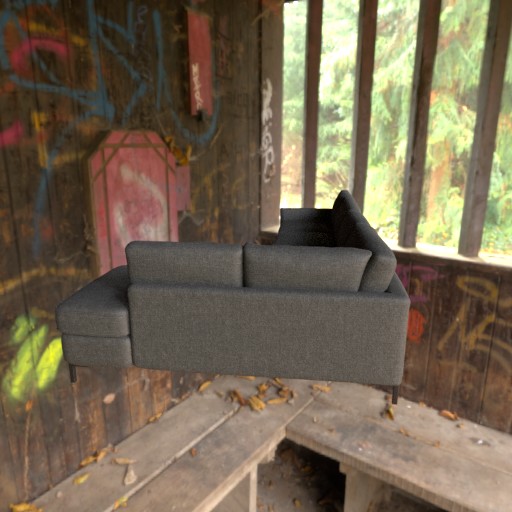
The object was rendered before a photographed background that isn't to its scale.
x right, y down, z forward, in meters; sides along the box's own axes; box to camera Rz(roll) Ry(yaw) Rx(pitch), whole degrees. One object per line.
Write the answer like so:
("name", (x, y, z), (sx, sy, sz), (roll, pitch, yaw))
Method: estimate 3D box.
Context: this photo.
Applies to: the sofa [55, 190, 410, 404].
("sofa", (0.000, 0.000, 3.803), (1.984, 0.858, 2.972), (2, 15, 7))
